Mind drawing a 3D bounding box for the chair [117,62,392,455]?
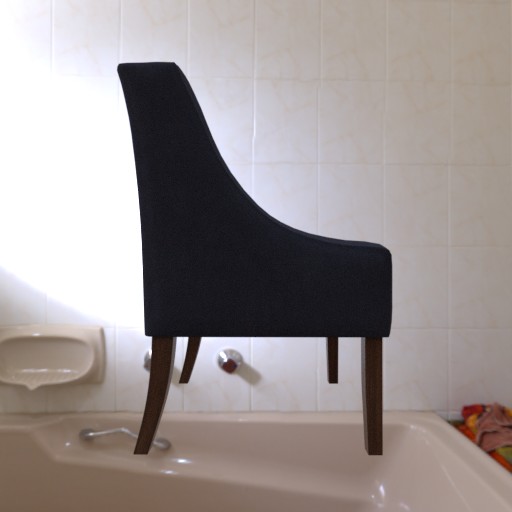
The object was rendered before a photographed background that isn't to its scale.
[{"bbox_3d":[0.000,0.000,1.294,0.629,0.895,0.629,0,0,0],"label":"chair"}]
